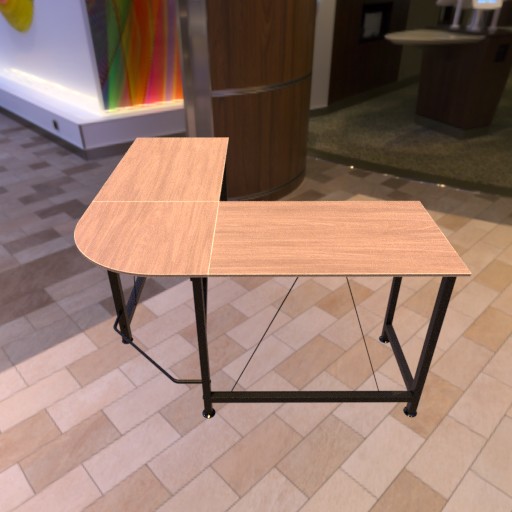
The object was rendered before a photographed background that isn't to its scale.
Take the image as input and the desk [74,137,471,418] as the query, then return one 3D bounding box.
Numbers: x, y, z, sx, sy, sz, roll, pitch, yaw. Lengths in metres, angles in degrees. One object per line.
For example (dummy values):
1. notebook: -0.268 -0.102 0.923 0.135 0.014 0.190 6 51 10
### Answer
1. desk: 0.000 0.000 2.237 1.400 0.762 1.400 0 33 0
